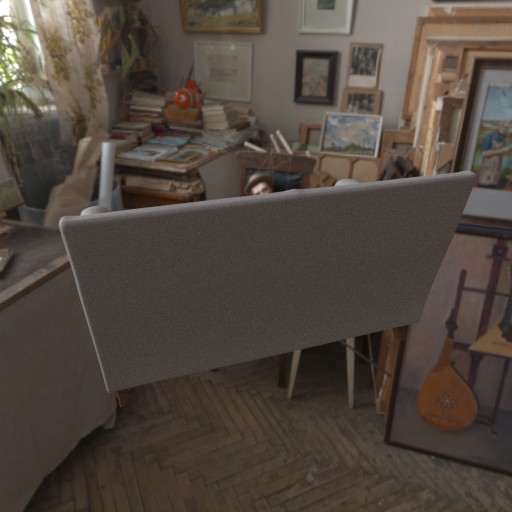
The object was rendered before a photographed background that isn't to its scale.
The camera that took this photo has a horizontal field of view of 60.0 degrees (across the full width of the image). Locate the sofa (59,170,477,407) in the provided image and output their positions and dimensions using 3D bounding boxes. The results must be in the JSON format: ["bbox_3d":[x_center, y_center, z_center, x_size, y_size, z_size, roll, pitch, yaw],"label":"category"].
[{"bbox_3d":[0.000,0.000,2.032,1.482,0.890,0.888,-9,28,-17],"label":"sofa"}]
